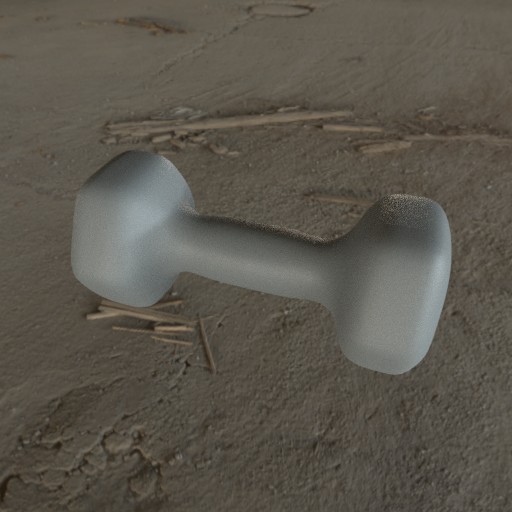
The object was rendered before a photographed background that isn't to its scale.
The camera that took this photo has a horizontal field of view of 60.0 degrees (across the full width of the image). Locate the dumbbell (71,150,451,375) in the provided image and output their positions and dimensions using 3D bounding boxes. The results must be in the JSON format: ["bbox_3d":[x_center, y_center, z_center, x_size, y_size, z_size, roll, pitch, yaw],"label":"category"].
[{"bbox_3d":[0.000,0.000,0.233,0.184,0.081,0.090,13,42,15],"label":"dumbbell"}]
